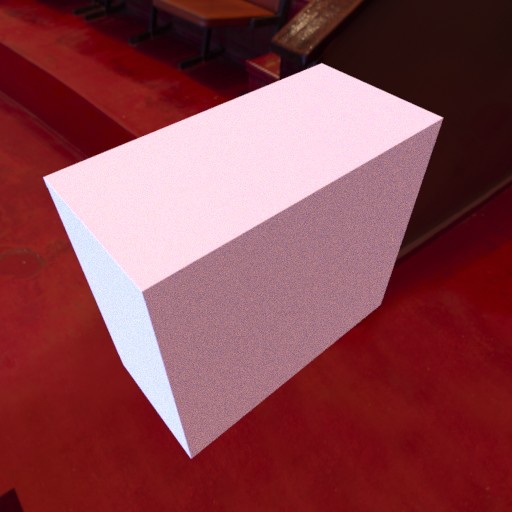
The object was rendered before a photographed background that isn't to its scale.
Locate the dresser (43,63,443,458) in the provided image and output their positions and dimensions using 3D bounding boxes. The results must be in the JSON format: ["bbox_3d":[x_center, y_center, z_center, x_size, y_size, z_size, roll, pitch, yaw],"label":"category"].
[{"bbox_3d":[0.000,0.000,1.262,0.830,0.740,0.420,-32,54,-26],"label":"dresser"}]
